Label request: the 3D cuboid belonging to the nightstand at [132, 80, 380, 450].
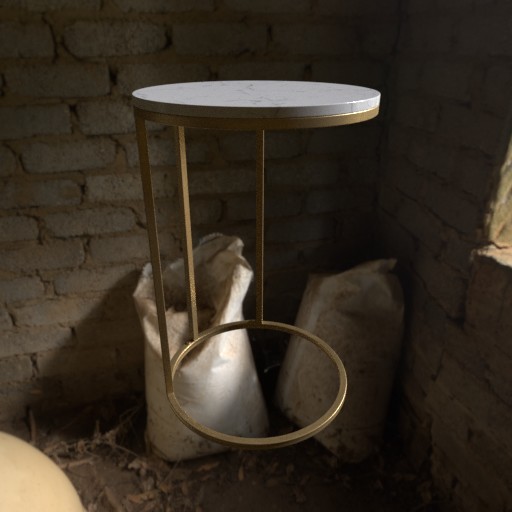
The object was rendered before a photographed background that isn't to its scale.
[{"bbox_3d":[0.000,0.000,0.868,0.400,0.610,0.400,18,31,33],"label":"nightstand"}]
